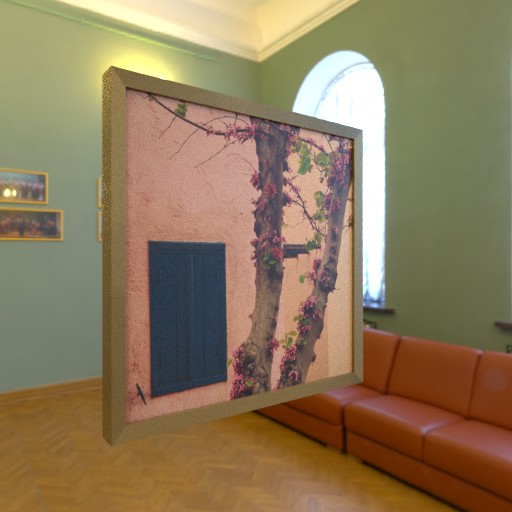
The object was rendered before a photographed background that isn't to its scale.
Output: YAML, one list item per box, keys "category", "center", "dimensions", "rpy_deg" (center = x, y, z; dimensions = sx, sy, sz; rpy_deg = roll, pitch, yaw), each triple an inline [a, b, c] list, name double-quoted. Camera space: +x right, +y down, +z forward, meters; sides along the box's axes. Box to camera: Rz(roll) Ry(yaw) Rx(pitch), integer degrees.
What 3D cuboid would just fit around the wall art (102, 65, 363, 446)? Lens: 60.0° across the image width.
- category: "wall art"
  center: [0.000, 0.000, 0.757]
  dimensions: [0.507, 0.508, 0.038]
  rpy_deg: [0, 0, -36]
